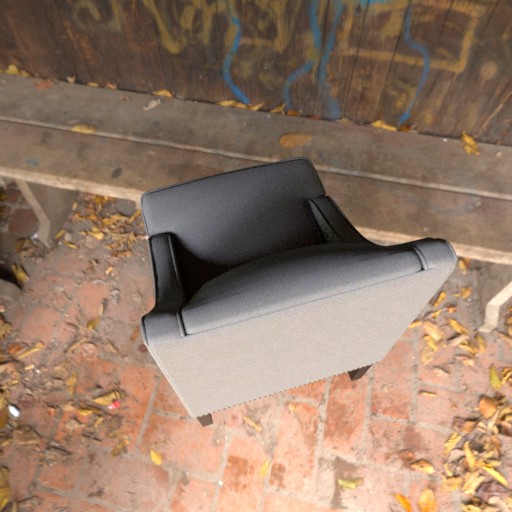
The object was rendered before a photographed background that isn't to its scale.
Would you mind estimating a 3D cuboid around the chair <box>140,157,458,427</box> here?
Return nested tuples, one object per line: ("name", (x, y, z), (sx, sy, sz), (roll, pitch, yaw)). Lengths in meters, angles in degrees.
("chair", (0.000, 0.000, 1.360), (0.631, 0.867, 0.747), (-14, 61, -8))
